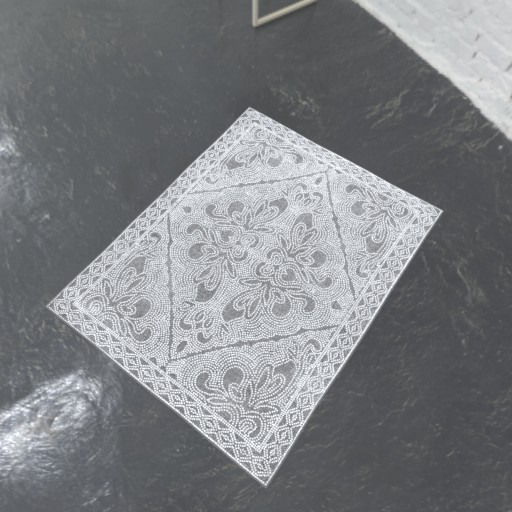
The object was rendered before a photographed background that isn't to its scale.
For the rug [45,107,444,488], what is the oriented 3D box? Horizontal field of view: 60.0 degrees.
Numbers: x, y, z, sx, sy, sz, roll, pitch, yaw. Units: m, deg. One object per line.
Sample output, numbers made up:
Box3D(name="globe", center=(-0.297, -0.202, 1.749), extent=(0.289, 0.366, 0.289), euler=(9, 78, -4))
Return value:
Box3D(name="rug", center=(0.000, 0.000, 4.162), extent=(2.438, 0.012, 3.048), euler=(33, 67, 16))
